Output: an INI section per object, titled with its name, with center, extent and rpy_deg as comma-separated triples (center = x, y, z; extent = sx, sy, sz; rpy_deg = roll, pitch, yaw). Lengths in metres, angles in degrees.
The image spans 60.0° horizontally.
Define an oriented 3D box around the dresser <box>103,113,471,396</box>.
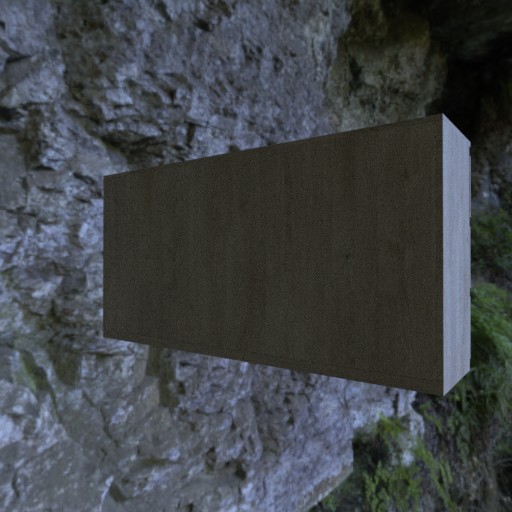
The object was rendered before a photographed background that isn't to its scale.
[dresser]
center = 0.000, 0.000, 1.867
extent = 1.590, 0.795, 0.390
rpy_deg = 0, 0, 36
